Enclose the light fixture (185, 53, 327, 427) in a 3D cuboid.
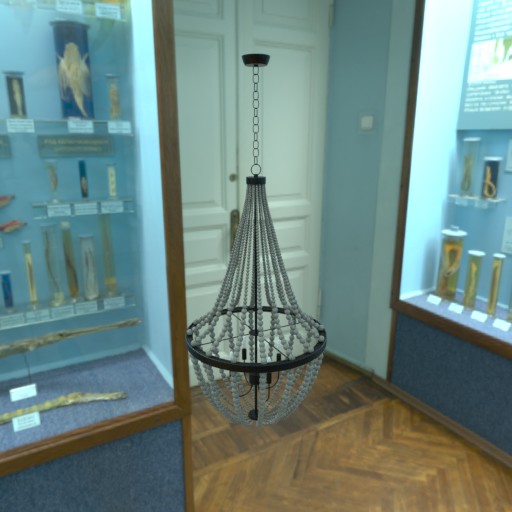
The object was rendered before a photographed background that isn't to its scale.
[{"bbox_3d":[0.000,0.000,1.360,0.450,1.133,0.450,0,15,0],"label":"light fixture"}]
